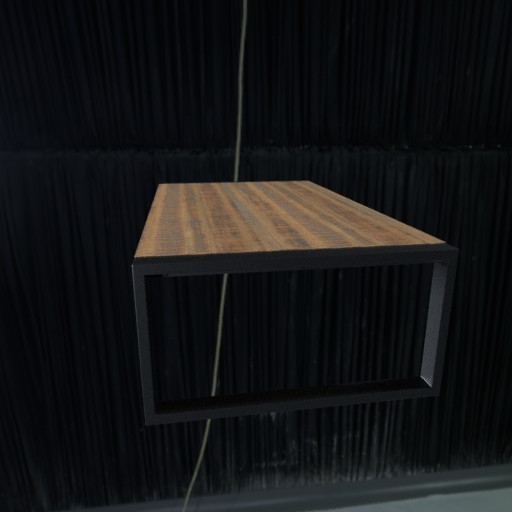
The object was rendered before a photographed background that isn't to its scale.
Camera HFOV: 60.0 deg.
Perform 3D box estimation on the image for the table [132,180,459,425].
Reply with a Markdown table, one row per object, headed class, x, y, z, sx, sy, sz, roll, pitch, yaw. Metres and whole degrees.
| class | x | y | z | sx | sy | sz | roll | pitch | yaw |
| --- | --- | --- | --- | --- | --- | --- | --- | --- | --- |
| table | 0.000 | 0.000 | 1.683 | 0.750 | 0.400 | 1.350 | -3 | 17 | -9 |
